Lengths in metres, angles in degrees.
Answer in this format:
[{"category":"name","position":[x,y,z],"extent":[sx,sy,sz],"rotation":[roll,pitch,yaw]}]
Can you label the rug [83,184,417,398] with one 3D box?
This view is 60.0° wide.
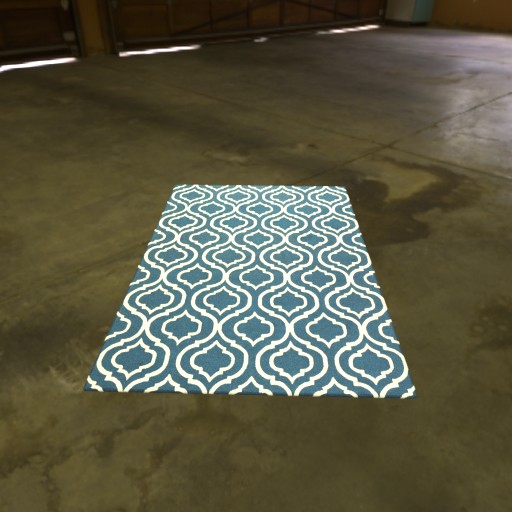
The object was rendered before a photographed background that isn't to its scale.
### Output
[{"category":"rug","position":[0.000,0.000,2.247],"extent":[1.143,0.010,1.753],"rotation":[1,33,1]}]
